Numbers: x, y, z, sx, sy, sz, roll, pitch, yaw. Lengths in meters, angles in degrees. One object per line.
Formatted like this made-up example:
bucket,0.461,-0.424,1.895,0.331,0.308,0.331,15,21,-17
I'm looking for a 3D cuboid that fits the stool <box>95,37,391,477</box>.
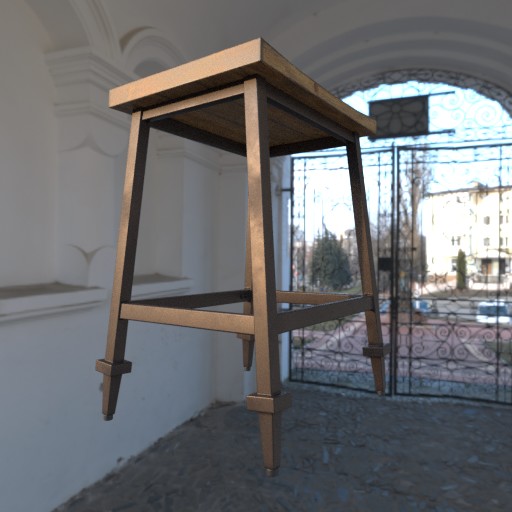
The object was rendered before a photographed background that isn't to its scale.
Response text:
stool,0.000,0.000,0.923,0.405,0.625,0.486,0,0,35
